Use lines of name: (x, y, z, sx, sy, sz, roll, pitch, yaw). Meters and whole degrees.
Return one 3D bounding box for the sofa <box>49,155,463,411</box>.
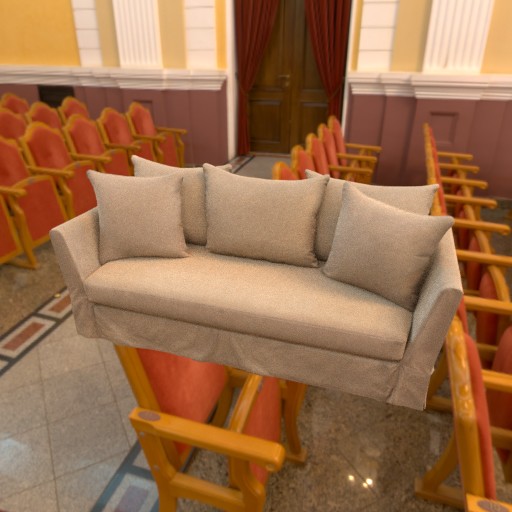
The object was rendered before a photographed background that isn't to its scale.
sofa: (0.000, 0.000, 2.825, 2.290, 1.034, 1.031, 8, 27, 16)
